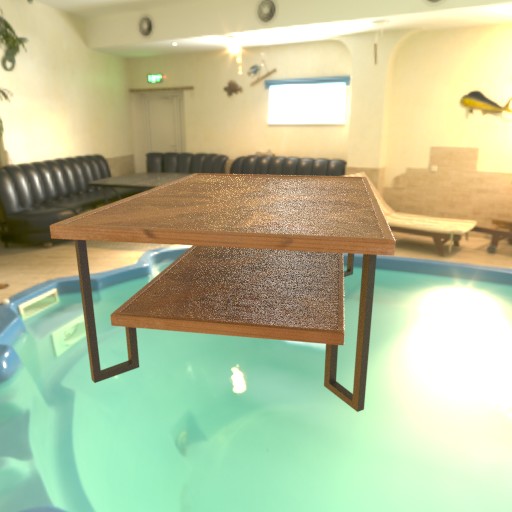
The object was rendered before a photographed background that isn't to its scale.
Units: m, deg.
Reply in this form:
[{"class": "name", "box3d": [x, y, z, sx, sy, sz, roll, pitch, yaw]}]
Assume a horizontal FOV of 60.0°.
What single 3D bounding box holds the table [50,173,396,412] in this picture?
[{"class": "table", "box3d": [0.000, 0.000, 1.739, 0.877, 0.492, 1.238, 3, 17, 10]}]
